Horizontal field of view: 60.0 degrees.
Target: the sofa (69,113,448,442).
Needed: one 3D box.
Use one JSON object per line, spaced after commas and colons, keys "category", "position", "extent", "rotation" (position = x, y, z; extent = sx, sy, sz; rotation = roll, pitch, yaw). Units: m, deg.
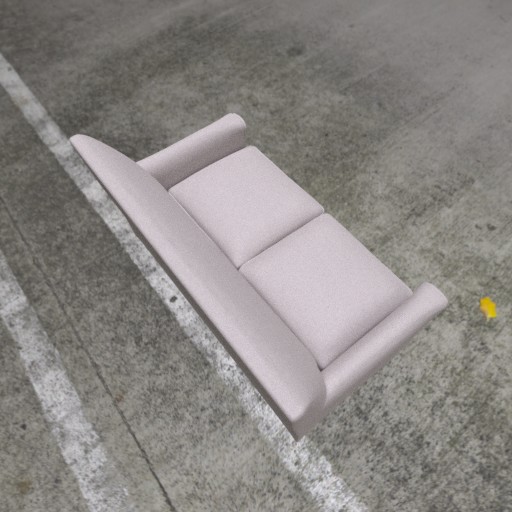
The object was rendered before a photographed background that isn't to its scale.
{"category": "sofa", "position": [0.000, 0.000, 2.079], "extent": [0.888, 0.890, 1.482], "rotation": [-33, 62, -20]}
